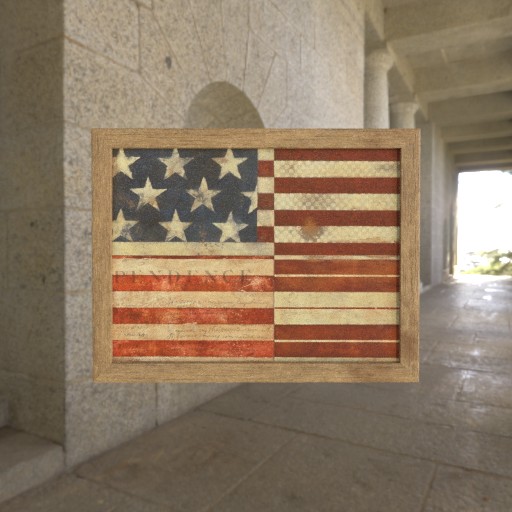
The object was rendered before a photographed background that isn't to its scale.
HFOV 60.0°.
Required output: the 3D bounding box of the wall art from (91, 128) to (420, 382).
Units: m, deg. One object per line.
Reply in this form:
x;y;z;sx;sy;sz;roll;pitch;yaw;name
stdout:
0.000;0.000;0.944;0.690;0.535;0.026;0;1;0;wall art
